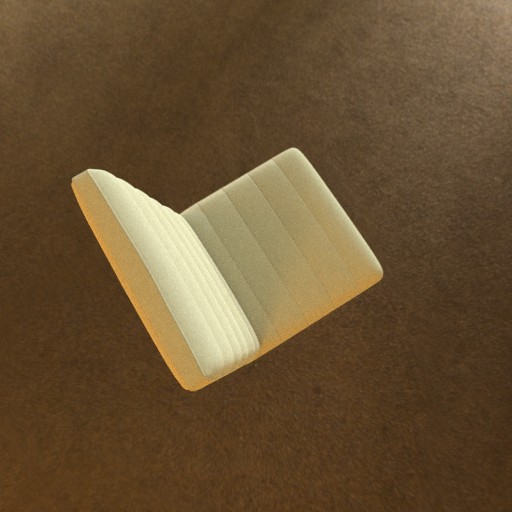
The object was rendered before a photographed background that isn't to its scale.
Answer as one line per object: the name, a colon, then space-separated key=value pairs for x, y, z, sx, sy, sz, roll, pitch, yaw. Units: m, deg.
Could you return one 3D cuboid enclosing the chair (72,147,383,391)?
chair: x=0.000 y=0.000 z=1.349 sx=0.634 sy=0.930 sz=0.520 roll=-31 pitch=78 yaw=-7
